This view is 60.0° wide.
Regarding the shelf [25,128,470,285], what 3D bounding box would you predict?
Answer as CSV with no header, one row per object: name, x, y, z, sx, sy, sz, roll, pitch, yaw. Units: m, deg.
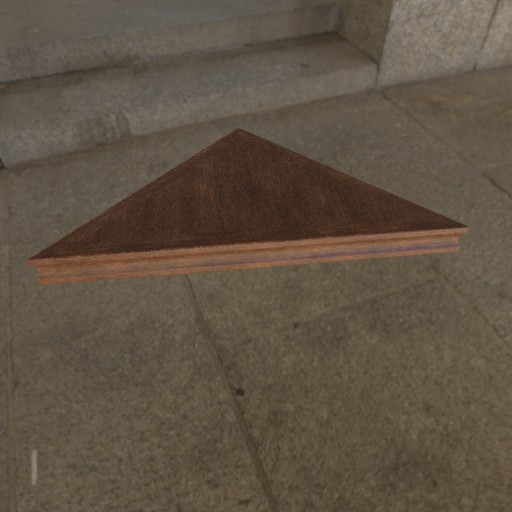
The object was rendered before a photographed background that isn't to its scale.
shelf,0.000,0.000,0.427,0.296,0.035,0.296,30,53,26
